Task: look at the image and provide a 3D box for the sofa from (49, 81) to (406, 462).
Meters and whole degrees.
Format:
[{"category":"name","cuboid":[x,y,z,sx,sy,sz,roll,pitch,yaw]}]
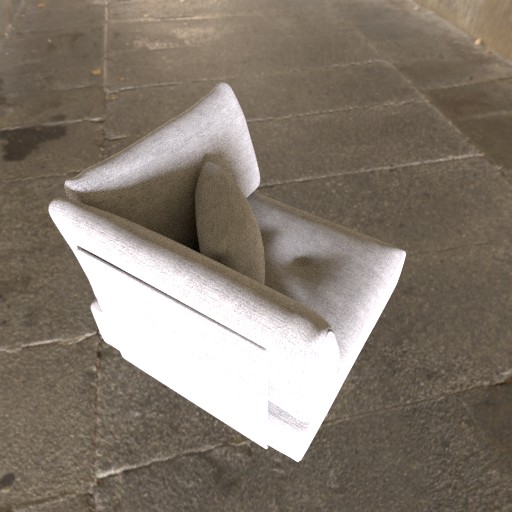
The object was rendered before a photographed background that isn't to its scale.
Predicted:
[{"category":"sofa","cuboid":[0.000,0.000,1.732,1.000,0.820,1.000,24,50,22]}]
